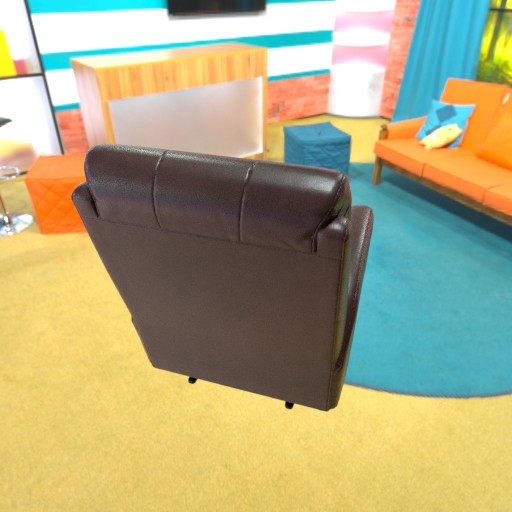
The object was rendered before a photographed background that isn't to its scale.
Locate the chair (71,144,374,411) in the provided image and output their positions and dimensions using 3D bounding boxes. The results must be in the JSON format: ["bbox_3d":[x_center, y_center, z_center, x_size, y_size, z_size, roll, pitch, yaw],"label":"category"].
[{"bbox_3d":[0.000,0.000,1.636,0.787,1.016,0.939,10,34,15],"label":"chair"}]
